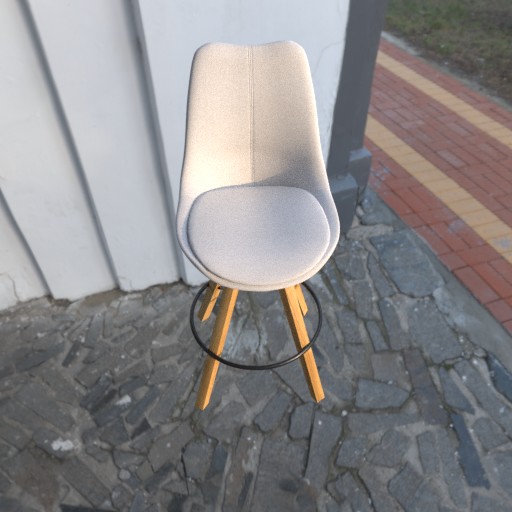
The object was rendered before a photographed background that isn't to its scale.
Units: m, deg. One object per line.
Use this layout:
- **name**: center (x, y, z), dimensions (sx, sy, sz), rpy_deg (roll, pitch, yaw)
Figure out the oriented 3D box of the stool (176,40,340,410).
- **stool**: center (0.000, 0.000, 1.406), dimensions (0.484, 1.115, 0.550), rpy_deg (-3, 45, -3)
